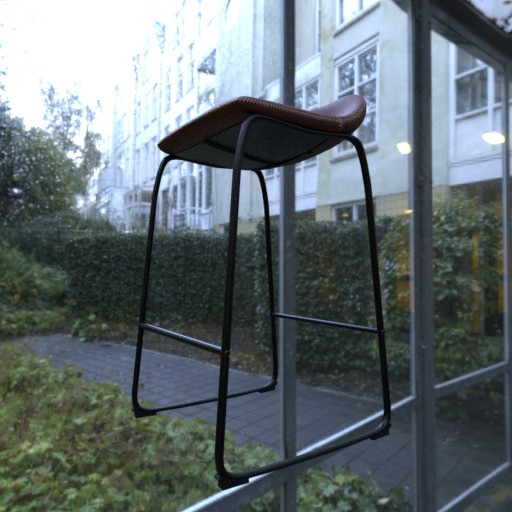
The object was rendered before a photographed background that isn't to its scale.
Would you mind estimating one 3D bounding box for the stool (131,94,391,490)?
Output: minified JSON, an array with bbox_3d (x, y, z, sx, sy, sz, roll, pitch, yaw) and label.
[{"bbox_3d":[0.000,0.000,1.093,0.473,0.830,0.454,1,-1,-35],"label":"stool"}]
